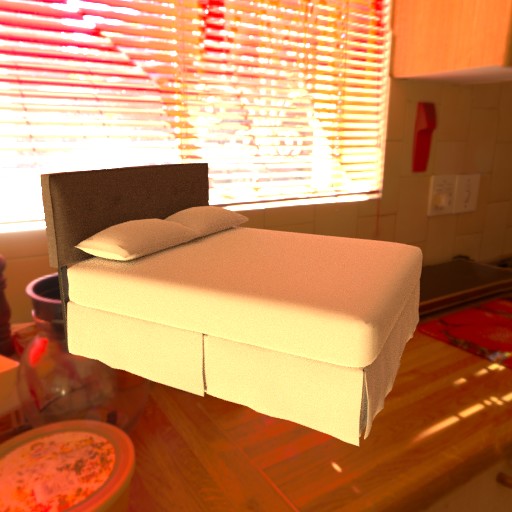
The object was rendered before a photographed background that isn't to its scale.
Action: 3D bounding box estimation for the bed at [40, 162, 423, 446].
[{"bbox_3d":[0.000,0.000,2.831,1.894,1.089,1.610,7,16,27],"label":"bed"}]
